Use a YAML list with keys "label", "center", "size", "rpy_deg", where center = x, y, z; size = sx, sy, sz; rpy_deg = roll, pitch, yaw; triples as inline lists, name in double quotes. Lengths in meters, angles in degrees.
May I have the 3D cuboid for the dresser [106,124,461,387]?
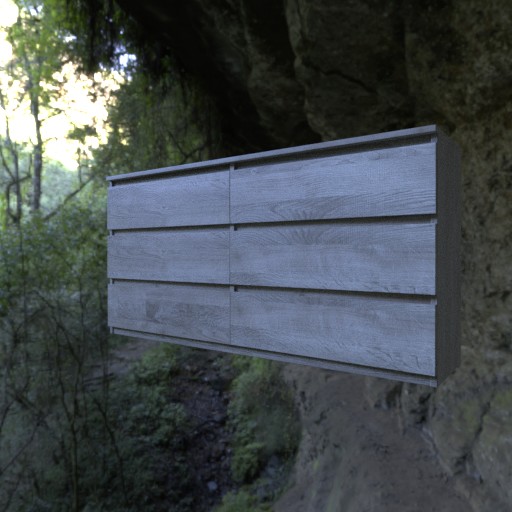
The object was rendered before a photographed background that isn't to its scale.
- label: "dresser"
  center: [0.000, 0.000, 1.942]
  size: [1.590, 0.795, 0.390]
  rpy_deg: [0, 0, 35]
